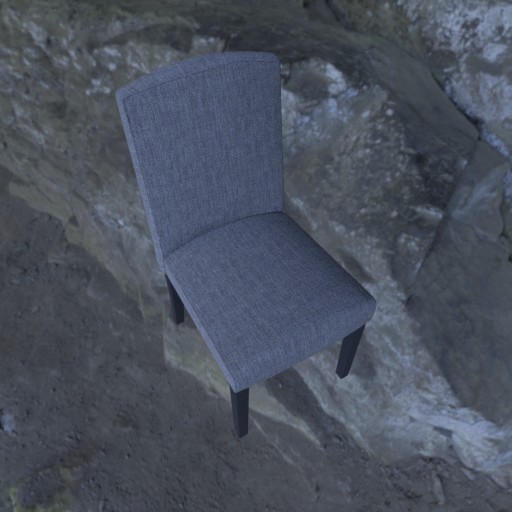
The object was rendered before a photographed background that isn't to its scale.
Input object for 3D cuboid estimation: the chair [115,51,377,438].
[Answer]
[{"bbox_3d":[0.000,0.000,1.247,0.451,0.917,0.580,-23,50,-21],"label":"chair"}]
